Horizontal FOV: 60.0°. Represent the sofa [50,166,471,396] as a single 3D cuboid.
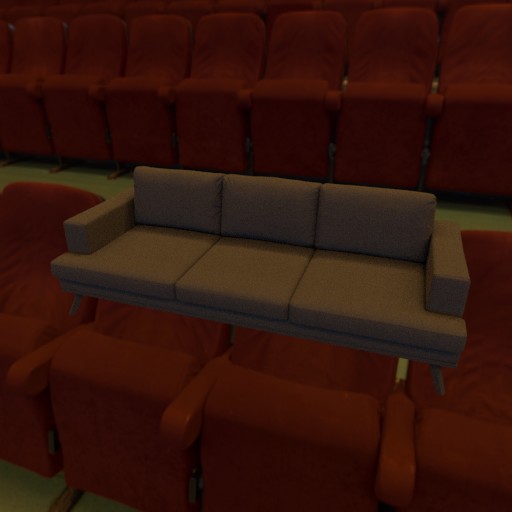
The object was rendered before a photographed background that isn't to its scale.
[{"bbox_3d":[0.000,0.000,2.689,2.310,0.810,0.920,8,27,17],"label":"sofa"}]
